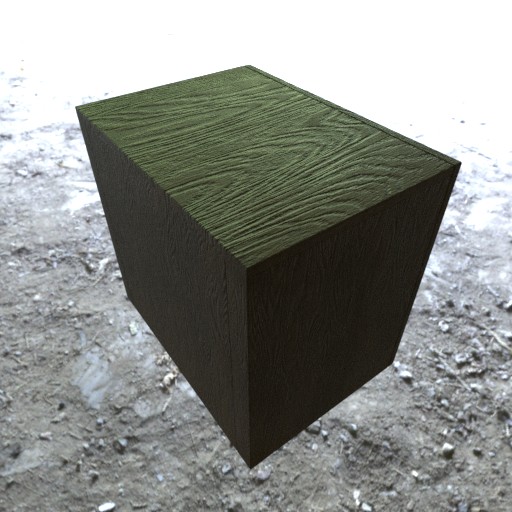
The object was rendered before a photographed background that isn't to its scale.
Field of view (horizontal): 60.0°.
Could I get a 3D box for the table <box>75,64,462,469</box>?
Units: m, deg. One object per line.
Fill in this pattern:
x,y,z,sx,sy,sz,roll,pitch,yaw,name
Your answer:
0.000,0.000,0.957,0.439,0.585,0.560,-26,47,-26,table
